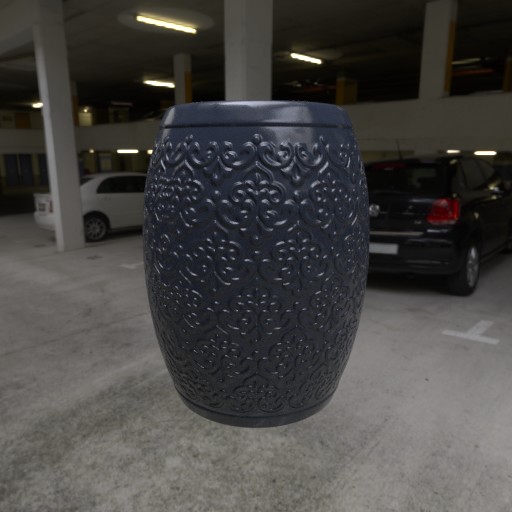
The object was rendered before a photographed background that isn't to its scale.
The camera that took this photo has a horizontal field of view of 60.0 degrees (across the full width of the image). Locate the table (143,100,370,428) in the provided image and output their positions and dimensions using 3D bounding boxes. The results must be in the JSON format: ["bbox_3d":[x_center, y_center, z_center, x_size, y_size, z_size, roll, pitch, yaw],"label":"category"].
[{"bbox_3d":[0.000,0.000,0.627,0.309,0.397,0.309,0,14,0],"label":"table"}]
